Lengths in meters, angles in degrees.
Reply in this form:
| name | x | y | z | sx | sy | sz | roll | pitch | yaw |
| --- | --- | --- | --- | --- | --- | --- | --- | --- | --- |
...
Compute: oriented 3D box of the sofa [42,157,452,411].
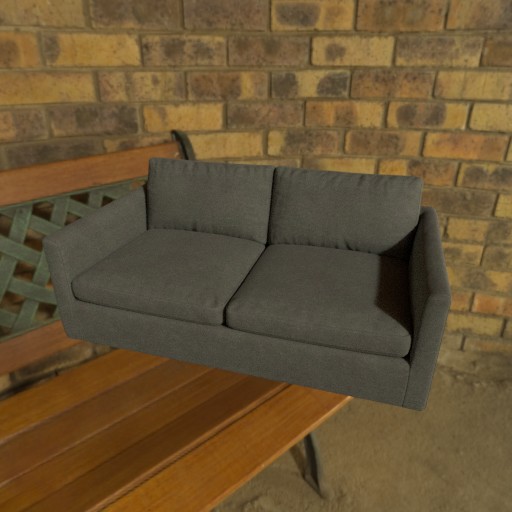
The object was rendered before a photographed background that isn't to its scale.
| name | x | y | z | sx | sy | sz | roll | pitch | yaw |
| --- | --- | --- | --- | --- | --- | --- | --- | --- | --- |
| sofa | 0.000 | 0.000 | 2.494 | 1.909 | 0.845 | 1.091 | 8 | 26 | 16 |
